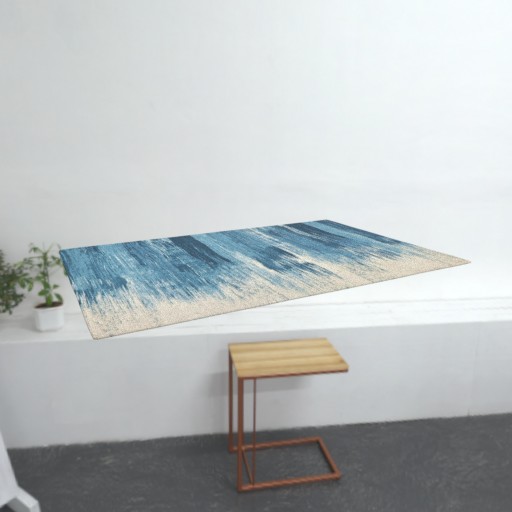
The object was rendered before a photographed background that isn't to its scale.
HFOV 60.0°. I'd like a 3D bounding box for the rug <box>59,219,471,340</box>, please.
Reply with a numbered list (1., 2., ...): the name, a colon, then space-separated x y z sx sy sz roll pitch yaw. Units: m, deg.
1. rug: 0.000 0.000 2.348 1.836 0.009 1.232 -8 18 -27
